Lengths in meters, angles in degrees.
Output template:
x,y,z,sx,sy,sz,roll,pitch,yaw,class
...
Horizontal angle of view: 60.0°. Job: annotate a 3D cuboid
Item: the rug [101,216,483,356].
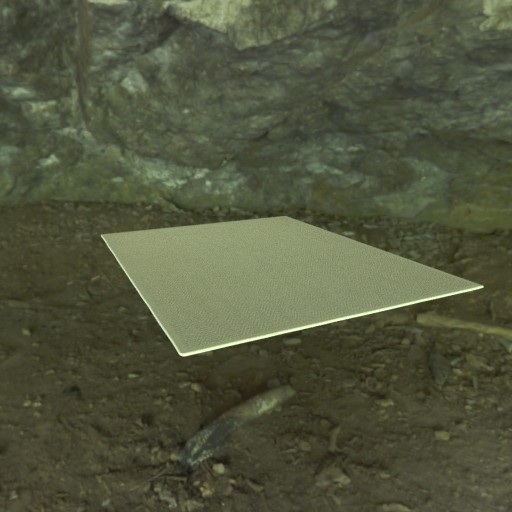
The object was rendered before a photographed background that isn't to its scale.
x,y,z,sx,sy,sz,roll,pitch,yaw,class
0.000,0.000,4.204,2.407,0.020,3.051,-8,18,-25,rug
